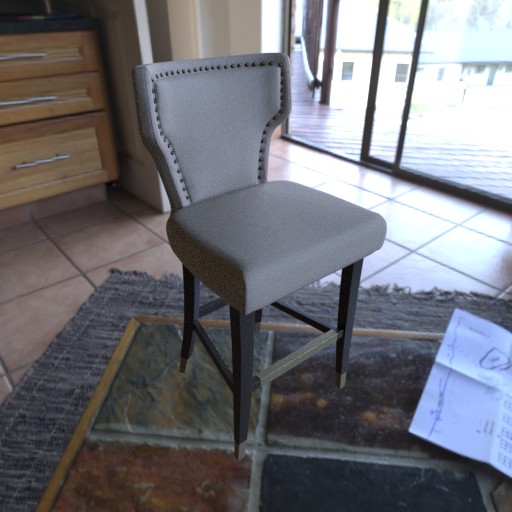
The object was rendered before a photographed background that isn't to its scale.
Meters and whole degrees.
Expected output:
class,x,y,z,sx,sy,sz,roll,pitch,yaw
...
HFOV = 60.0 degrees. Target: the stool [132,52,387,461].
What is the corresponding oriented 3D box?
class,x,y,z,sx,sy,sz,roll,pitch,yaw
stool,0.000,0.000,1.365,0.526,1.092,0.563,-22,37,-33
